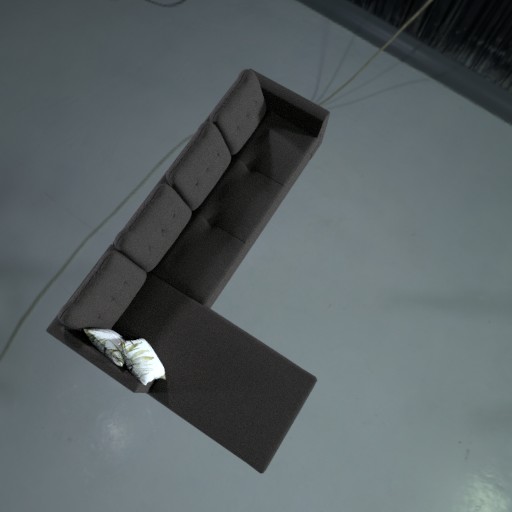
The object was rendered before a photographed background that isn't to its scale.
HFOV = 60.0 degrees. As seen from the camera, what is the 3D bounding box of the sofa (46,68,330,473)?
[{"bbox_3d":[0.000,0.000,3.575,1.829,0.932,2.679,32,77,8],"label":"sofa"}]
